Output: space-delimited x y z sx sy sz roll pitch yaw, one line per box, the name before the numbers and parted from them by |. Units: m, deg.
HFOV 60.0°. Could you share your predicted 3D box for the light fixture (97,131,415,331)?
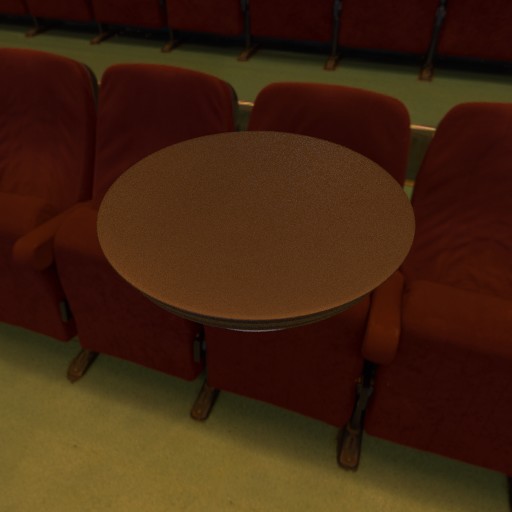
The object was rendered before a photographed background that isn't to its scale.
light fixture | 0.000 0.000 0.446 0.280 0.135 0.280 0 42 0
